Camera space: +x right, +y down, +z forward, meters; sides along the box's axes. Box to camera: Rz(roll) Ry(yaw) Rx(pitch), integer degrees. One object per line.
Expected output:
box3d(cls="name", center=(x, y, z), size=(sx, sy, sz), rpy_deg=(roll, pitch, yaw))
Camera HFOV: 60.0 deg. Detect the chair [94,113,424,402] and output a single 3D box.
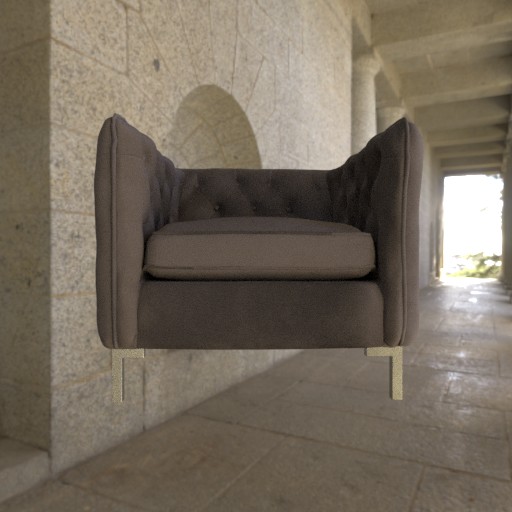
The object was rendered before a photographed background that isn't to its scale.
box3d(cls="chair", center=(0.000, 0.000, 1.654), size=(0.946, 0.807, 0.913), rpy_deg=(0, 0, -2))
